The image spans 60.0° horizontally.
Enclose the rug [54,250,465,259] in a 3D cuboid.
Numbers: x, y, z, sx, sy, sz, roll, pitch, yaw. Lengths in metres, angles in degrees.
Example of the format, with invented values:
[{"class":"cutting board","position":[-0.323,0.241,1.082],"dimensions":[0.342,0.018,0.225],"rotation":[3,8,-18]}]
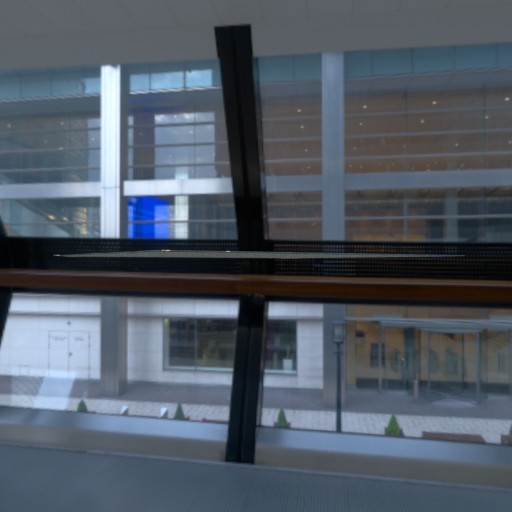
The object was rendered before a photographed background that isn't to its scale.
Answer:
[{"class":"rug","position":[0.000,0.000,3.919],"dimensions":[2.867,0.020,2.277],"rotation":[1,-1,-37]}]
